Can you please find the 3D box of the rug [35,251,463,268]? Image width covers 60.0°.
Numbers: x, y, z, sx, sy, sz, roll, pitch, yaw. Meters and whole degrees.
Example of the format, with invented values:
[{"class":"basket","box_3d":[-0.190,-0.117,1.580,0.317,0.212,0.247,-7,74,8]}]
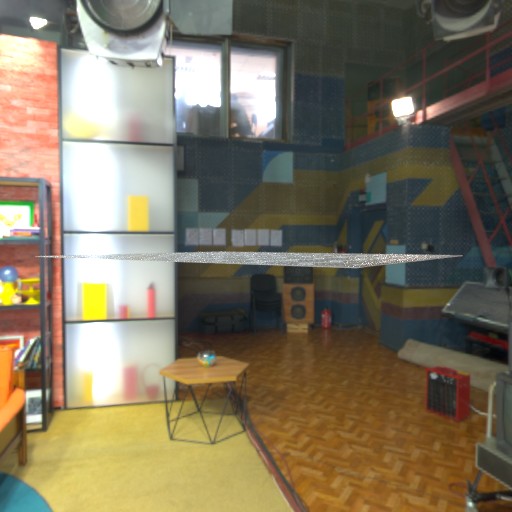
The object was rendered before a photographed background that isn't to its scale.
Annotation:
[{"class":"rug","box_3d":[0.000,0.000,3.869,2.880,0.005,2.391,1,2,36]}]
